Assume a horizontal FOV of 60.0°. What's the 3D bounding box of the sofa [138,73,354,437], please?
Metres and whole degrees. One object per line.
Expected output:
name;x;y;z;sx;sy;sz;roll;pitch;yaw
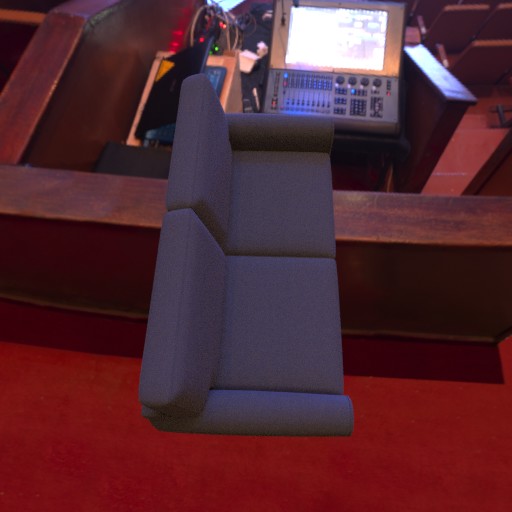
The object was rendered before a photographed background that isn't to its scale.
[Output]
sofa;0.000;0.000;2.538;0.940;1.020;1.930;1;63;1
